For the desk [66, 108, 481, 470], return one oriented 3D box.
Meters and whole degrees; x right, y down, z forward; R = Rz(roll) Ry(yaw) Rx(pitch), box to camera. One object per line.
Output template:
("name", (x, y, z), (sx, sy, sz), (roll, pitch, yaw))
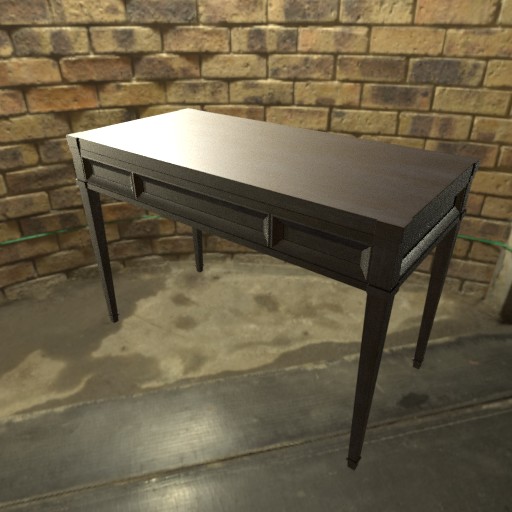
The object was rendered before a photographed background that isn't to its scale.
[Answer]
("desk", (0.000, 0.000, 1.721), (1.289, 0.861, 0.630), (21, 35, 32))
